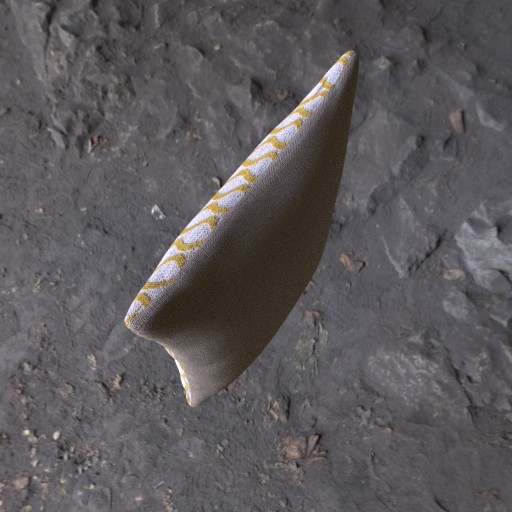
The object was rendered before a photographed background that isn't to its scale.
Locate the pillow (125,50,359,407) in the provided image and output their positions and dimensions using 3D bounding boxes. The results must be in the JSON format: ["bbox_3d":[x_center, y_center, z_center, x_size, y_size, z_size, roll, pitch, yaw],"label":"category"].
[{"bbox_3d":[0.000,0.000,0.656,0.159,0.436,0.429,29,67,14],"label":"pillow"}]
